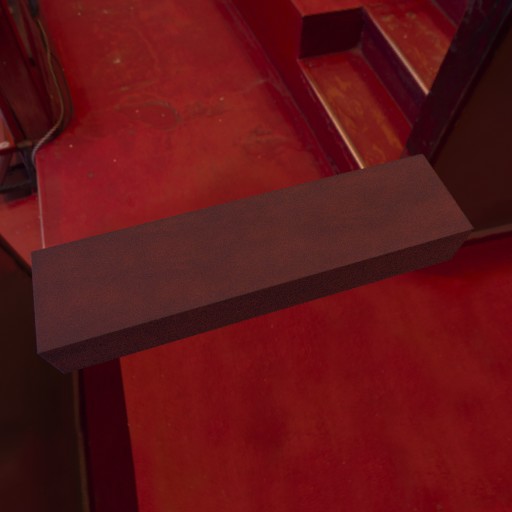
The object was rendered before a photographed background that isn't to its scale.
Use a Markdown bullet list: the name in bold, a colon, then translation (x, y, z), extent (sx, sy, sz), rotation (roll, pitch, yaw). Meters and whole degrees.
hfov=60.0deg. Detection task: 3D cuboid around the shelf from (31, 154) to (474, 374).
- **shelf**: translation (0.000, 0.000, 0.661), extent (0.607, 0.088, 0.152), rotation (-15, 60, -9)
